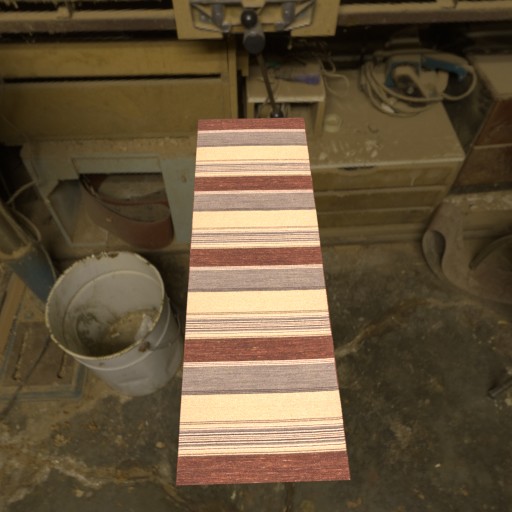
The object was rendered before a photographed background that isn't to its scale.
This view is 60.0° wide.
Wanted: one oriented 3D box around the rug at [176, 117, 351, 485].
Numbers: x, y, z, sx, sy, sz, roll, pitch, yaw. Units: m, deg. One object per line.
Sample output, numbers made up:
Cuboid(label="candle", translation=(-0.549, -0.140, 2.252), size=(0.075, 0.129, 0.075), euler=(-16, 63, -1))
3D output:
Cuboid(label="rug", translation=(0.000, 0.000, 2.664), size=(0.792, 0.006, 2.437), euler=(-1, 57, -1))
